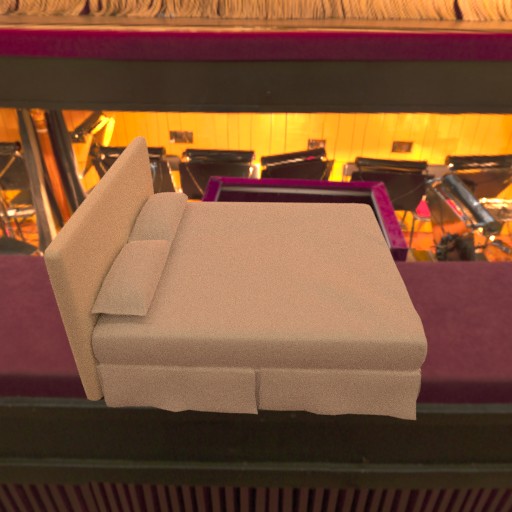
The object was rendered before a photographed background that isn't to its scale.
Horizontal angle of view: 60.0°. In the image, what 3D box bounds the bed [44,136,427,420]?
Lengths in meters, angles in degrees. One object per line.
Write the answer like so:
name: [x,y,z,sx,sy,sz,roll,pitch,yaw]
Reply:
bed: [0.000,0.000,3.593,2.341,1.317,2.119,1,33,1]
